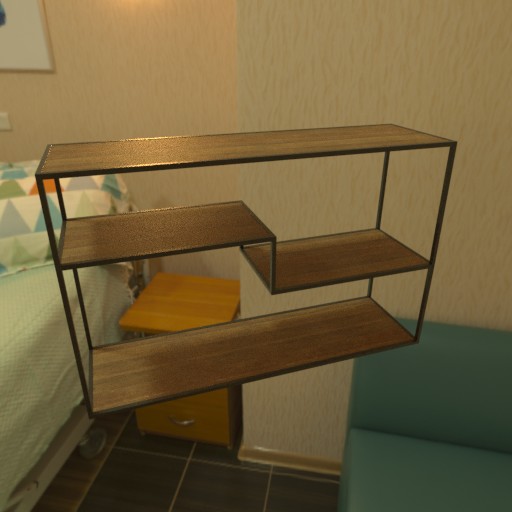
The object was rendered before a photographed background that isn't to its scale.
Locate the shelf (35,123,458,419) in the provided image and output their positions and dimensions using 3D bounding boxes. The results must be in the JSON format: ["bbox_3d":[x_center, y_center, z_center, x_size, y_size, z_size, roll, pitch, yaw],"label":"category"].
[{"bbox_3d":[0.000,0.000,1.516,1.201,0.765,0.361,-8,27,-17],"label":"shelf"}]
